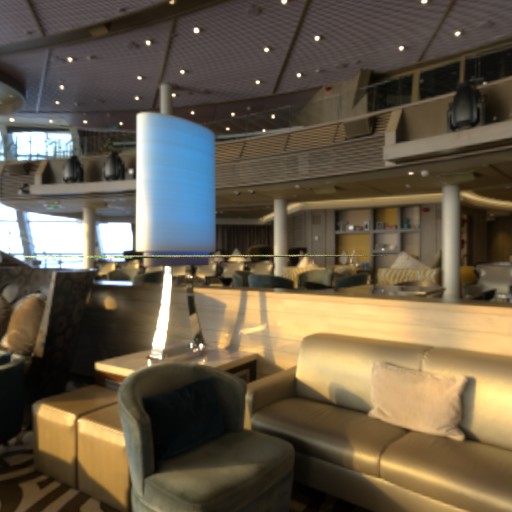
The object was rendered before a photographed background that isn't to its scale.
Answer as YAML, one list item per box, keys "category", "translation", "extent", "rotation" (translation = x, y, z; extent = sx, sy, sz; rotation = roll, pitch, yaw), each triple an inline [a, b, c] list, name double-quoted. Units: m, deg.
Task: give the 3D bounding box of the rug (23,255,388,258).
- category: "rug"
  translation: [0.000, 0.000, 2.706]
  extent: [0.761, 0.006, 2.438]
  rotation: [0, 0, 36]
